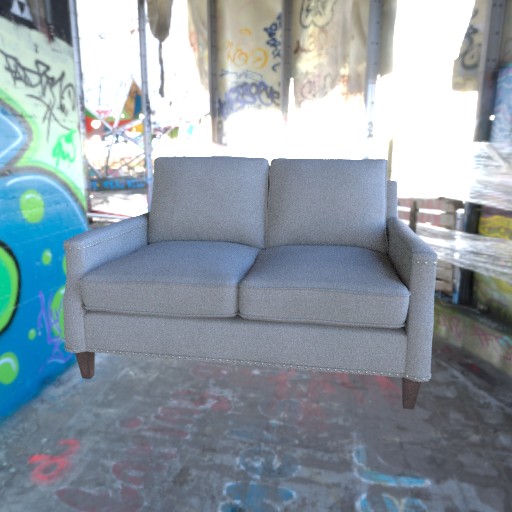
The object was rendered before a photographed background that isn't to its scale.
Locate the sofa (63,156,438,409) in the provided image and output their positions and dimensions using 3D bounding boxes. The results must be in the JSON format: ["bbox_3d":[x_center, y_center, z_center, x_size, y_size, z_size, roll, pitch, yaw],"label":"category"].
[{"bbox_3d":[0.000,0.000,2.297,1.597,1.003,1.084,2,14,10],"label":"sofa"}]
